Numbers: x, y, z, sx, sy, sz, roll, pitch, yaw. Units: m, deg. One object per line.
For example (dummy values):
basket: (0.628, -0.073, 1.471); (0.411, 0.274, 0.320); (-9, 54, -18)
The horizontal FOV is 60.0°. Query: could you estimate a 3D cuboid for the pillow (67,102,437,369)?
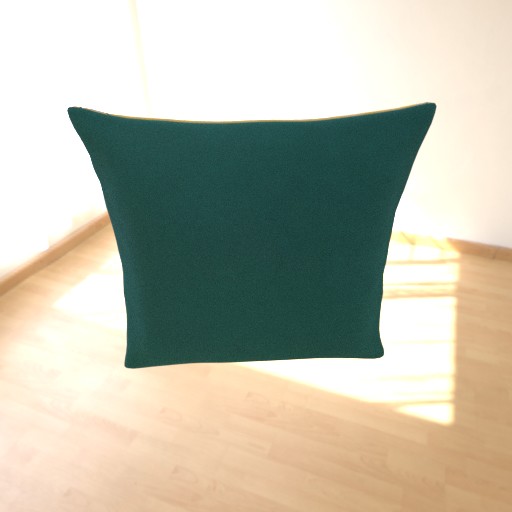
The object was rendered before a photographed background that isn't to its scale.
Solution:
pillow: (0.000, 0.000, 0.761); (0.525, 0.508, 0.166); (-2, 31, -3)
